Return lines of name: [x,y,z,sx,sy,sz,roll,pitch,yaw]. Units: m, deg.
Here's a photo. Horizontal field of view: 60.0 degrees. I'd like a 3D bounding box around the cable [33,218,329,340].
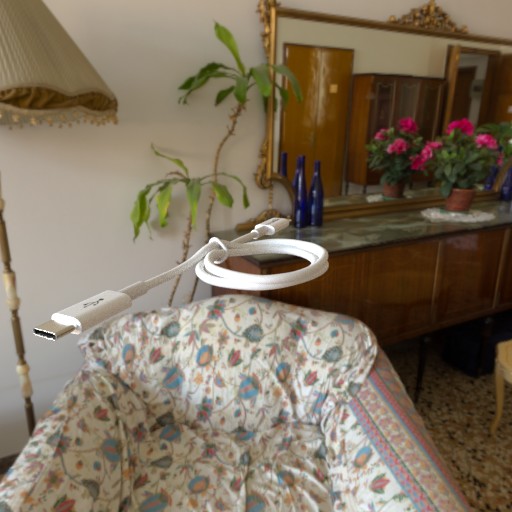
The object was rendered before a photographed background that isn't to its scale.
cable: [0.000,0.000,0.220,0.070,0.014,0.203,8,18,25]
